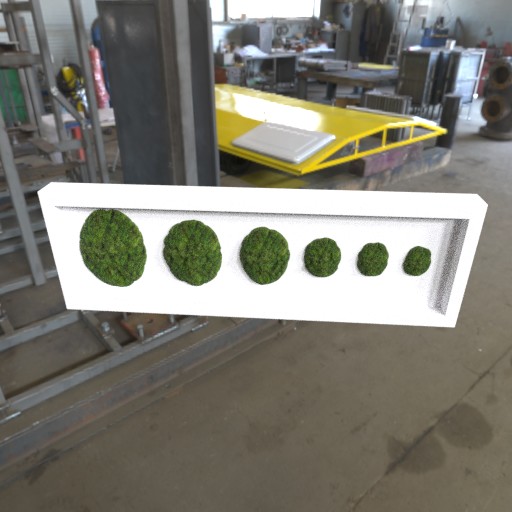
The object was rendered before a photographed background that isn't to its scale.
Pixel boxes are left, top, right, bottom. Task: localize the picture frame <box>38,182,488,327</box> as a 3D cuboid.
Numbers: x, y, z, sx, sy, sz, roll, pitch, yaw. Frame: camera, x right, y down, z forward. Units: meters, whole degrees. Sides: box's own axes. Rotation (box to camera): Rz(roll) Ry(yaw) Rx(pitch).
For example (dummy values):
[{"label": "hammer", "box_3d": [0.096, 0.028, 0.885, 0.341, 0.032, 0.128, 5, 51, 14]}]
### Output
[{"label": "picture frame", "box_3d": [0.000, 0.000, 0.827, 0.759, 0.250, 0.050, 2, 29, 4]}]
